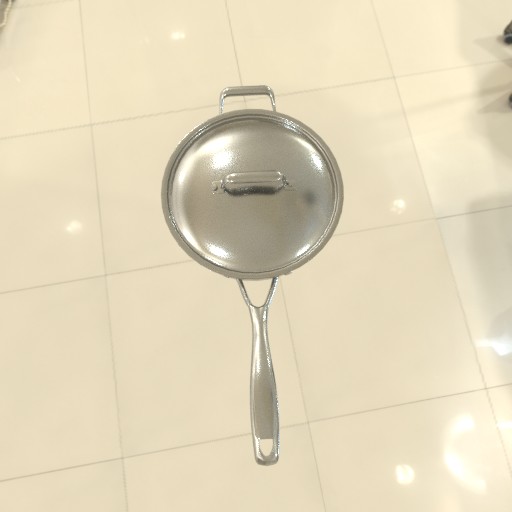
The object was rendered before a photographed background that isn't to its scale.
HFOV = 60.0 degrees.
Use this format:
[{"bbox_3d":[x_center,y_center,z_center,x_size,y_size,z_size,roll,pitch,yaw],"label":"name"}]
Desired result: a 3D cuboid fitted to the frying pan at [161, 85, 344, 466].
[{"bbox_3d":[0.000,0.000,0.584,0.245,0.111,0.492,-3,75,-1],"label":"frying pan"}]
